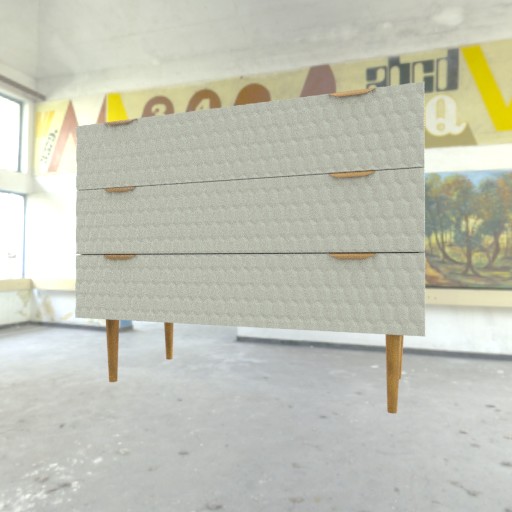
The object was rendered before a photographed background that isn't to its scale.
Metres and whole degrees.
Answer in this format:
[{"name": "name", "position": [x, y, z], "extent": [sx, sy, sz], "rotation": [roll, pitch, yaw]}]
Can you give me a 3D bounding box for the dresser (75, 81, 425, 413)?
[{"name": "dresser", "position": [0.000, 0.000, 1.282], "extent": [0.905, 0.721, 0.457], "rotation": [0, -1, 20]}]
